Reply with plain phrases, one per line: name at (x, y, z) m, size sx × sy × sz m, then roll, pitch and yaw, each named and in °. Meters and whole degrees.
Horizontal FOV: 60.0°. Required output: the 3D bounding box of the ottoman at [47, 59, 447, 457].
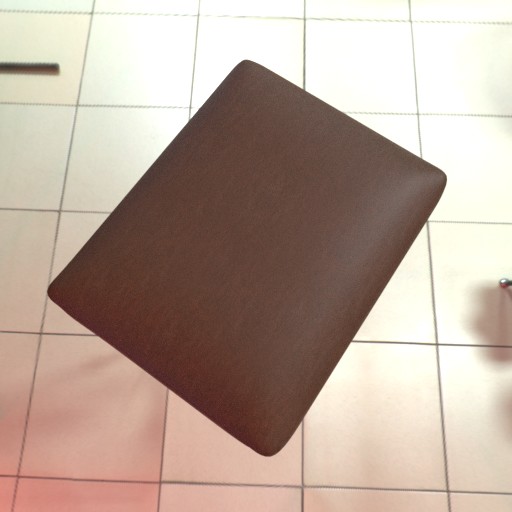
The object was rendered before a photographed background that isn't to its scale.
ottoman at (0.000, 0.000, 1.178) m, size 0.635 × 0.508 × 0.787 m, roll 34°, pitch 77°, yaw 9°
